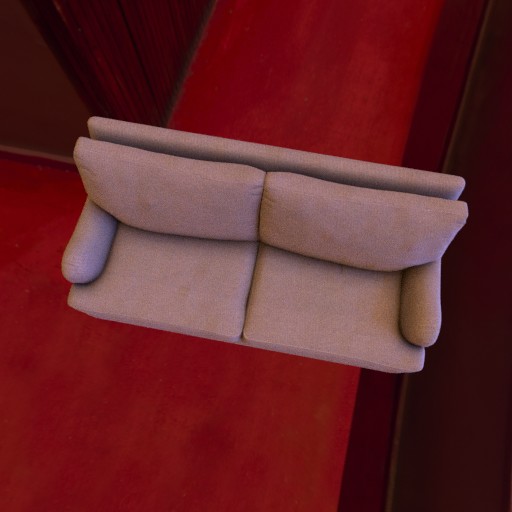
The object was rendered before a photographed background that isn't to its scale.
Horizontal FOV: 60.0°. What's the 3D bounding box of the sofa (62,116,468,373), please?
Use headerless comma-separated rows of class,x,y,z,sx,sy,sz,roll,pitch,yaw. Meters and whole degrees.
sofa,0.000,0.000,2.744,2.193,1.096,1.069,10,75,3
